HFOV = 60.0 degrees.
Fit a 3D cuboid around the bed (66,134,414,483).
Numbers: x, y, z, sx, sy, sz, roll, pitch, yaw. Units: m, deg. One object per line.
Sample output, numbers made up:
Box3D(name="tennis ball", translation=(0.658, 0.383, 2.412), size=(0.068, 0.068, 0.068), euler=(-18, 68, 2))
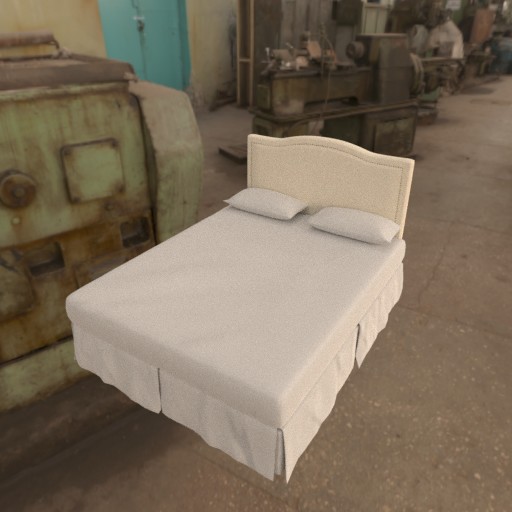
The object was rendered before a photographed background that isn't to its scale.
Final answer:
Box3D(name="bed", translation=(0.000, 0.000, 3.640), size=(1.977, 1.437, 2.477), euler=(17, 33, 28))
